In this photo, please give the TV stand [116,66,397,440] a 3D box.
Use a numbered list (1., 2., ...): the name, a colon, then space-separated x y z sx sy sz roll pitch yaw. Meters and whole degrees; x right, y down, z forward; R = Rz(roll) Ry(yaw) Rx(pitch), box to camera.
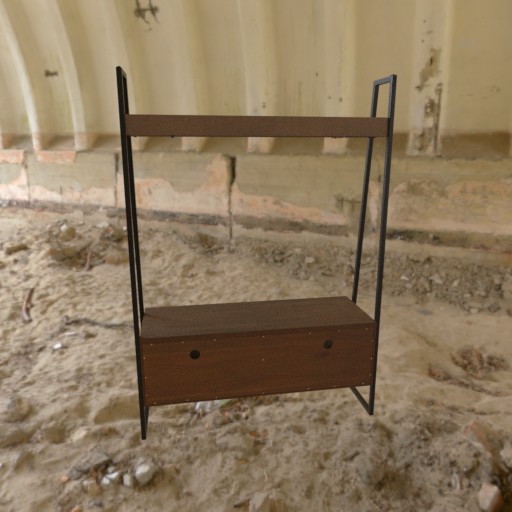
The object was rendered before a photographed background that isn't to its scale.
1. TV stand: 0.000 0.000 2.342 1.250 1.772 0.432 -2 14 -10
